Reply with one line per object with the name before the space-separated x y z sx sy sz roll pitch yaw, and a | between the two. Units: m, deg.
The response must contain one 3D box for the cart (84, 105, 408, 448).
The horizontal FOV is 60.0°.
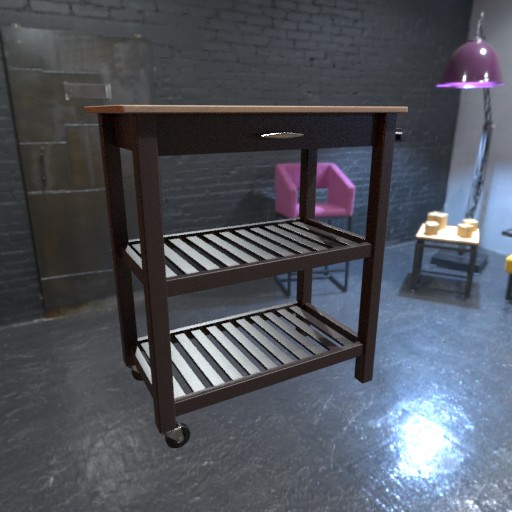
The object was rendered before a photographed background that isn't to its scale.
cart | 0.000 0.000 1.454 0.899 0.927 0.457 -10 20 -27
